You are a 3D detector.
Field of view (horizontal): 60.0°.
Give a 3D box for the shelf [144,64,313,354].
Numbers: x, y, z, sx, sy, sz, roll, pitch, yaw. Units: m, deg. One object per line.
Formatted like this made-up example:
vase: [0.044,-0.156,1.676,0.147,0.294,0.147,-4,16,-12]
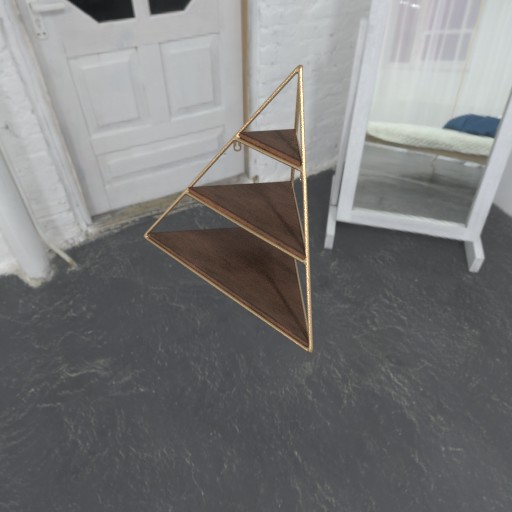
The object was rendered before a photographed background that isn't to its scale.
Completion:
shelf: [0.000,0.000,1.168,0.564,0.913,0.294,32,54,26]
